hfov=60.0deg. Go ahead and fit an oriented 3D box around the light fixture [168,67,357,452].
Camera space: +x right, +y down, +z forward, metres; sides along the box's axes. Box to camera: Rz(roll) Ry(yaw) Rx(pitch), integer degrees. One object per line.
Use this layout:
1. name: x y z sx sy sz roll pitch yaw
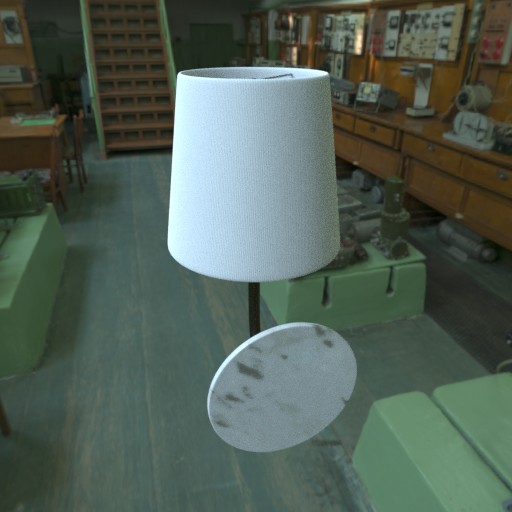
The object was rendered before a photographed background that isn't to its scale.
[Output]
1. light fixture: 0.000 0.000 0.441 0.168 0.337 0.188 -8 28 -15
